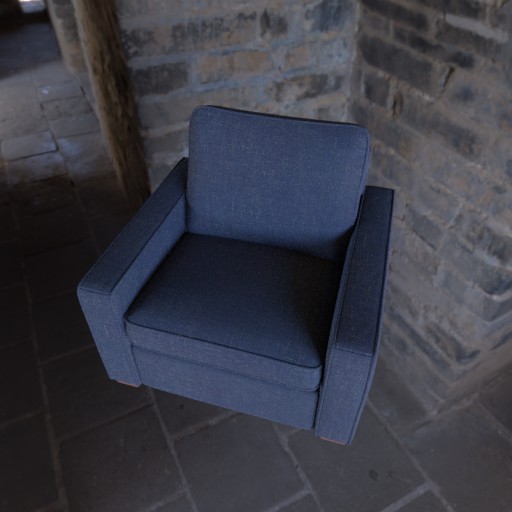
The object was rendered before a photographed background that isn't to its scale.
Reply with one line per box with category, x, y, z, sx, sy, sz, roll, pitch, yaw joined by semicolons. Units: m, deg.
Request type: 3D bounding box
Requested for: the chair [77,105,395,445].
chair;0.000;0.000;1.759;1.017;0.919;0.940;11;43;12
